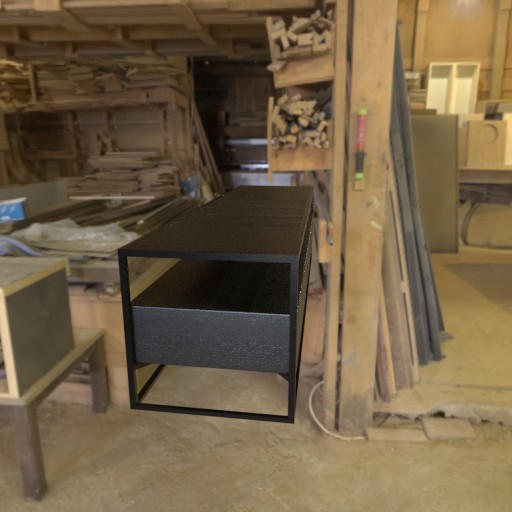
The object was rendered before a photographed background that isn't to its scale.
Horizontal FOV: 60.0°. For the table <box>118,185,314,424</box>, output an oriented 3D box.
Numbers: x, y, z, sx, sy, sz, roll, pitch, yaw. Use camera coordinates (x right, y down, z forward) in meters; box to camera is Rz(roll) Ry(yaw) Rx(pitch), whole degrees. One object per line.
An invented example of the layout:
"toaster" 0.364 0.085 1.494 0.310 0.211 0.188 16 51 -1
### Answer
"table" 0.000 0.000 1.698 0.399 0.395 1.486 2 15 8
